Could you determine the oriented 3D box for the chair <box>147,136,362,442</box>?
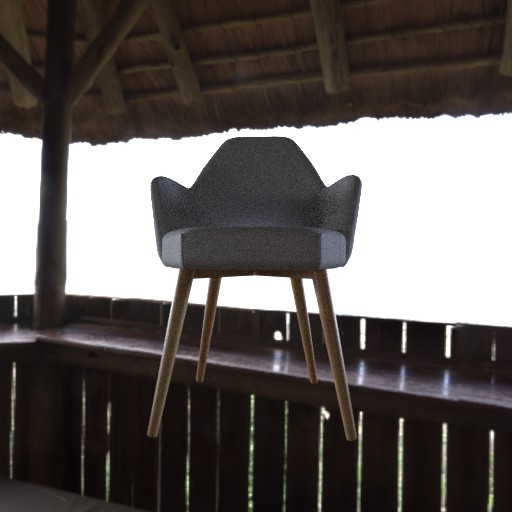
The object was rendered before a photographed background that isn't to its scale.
[{"bbox_3d":[0.000,0.000,1.286,0.590,0.840,0.610,0,0,2],"label":"chair"}]
